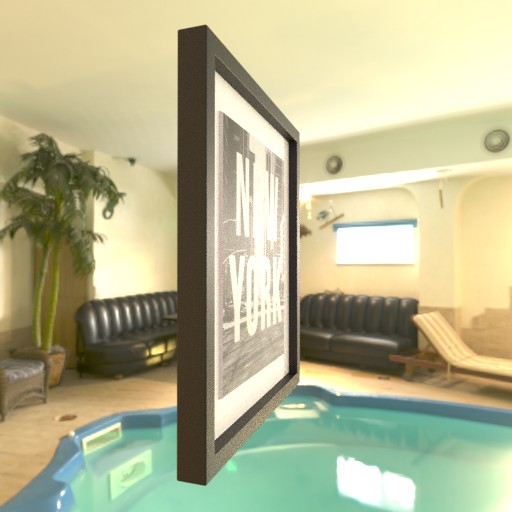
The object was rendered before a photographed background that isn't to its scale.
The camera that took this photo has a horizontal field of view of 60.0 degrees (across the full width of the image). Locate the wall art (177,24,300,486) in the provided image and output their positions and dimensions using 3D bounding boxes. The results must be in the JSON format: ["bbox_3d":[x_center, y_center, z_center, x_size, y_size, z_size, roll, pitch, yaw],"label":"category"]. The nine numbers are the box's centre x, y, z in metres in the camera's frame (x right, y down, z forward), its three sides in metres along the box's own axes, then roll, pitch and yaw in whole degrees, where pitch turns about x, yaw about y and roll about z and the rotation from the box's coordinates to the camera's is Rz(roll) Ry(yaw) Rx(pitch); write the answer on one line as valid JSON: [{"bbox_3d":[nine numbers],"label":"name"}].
[{"bbox_3d":[0.000,0.000,0.524,0.028,0.381,0.328,0,-1,19],"label":"wall art"}]
